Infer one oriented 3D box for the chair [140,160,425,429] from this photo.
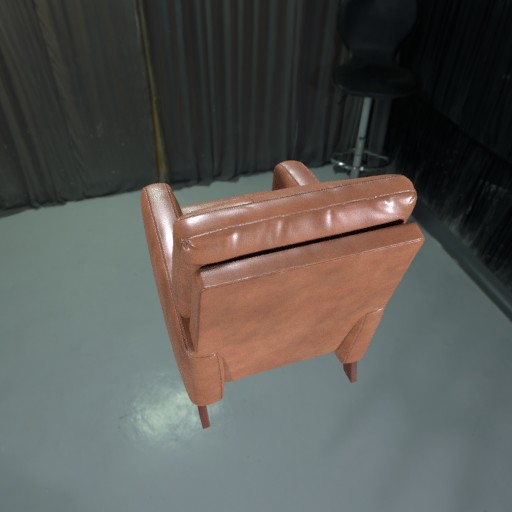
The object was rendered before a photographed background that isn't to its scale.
[{"bbox_3d":[0.000,0.000,1.677,0.762,0.990,0.990,-12,43,-14],"label":"chair"}]
